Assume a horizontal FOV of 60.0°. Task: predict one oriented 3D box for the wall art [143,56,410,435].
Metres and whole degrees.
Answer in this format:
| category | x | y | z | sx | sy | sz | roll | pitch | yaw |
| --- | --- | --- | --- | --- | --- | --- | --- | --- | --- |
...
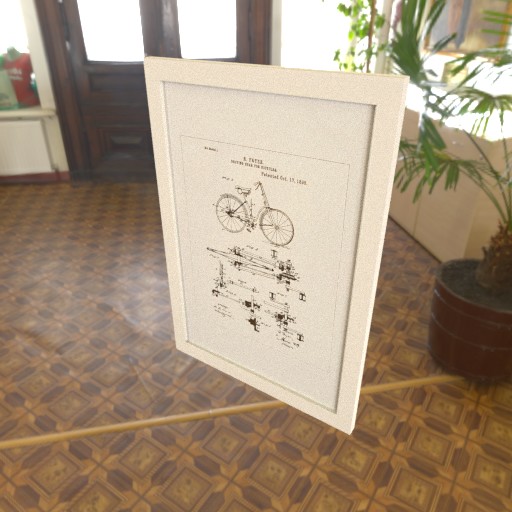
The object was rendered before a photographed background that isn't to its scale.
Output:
| category | x | y | z | sx | sy | sz | roll | pitch | yaw |
| --- | --- | --- | --- | --- | --- | --- | --- | --- | --- |
| wall art | 0.000 | 0.000 | 0.600 | 0.332 | 0.477 | 0.015 | 18 | 34 | 29 |
